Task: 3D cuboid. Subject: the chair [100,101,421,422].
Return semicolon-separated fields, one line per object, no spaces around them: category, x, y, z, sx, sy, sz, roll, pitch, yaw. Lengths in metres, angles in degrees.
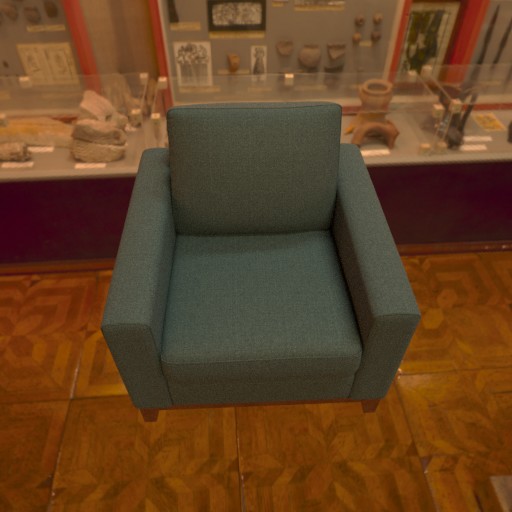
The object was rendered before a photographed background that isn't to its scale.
chair;0.000;0.000;1.855;1.024;1.010;1.038;-2;46;-2
